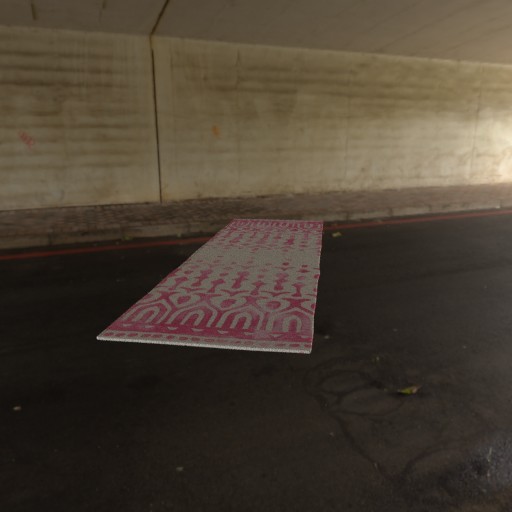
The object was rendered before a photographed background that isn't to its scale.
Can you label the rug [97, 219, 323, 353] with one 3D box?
[{"bbox_3d":[0.000,0.000,2.714,0.787,0.011,2.458,2,15,9],"label":"rug"}]
